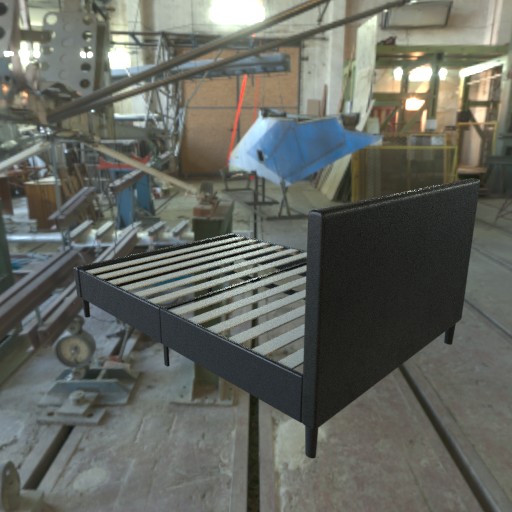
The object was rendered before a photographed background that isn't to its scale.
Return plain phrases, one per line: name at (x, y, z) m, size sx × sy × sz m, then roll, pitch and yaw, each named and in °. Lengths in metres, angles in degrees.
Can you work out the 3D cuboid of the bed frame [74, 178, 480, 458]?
bed frame at (0.000, 0.000, 3.129) m, size 2.318 × 1.127 × 1.634 m, roll 15°, pitch 22°, yaw 42°
